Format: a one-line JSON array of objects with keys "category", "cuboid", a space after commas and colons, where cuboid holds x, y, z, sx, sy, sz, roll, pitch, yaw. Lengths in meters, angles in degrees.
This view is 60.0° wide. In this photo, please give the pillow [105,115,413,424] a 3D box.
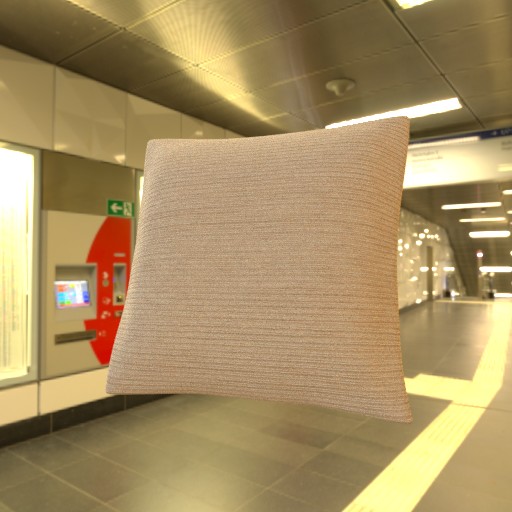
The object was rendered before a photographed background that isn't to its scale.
[{"category": "pillow", "cuboid": [0.000, 0.000, 0.638, 0.424, 0.401, 0.177, 0, -1, 18]}]
